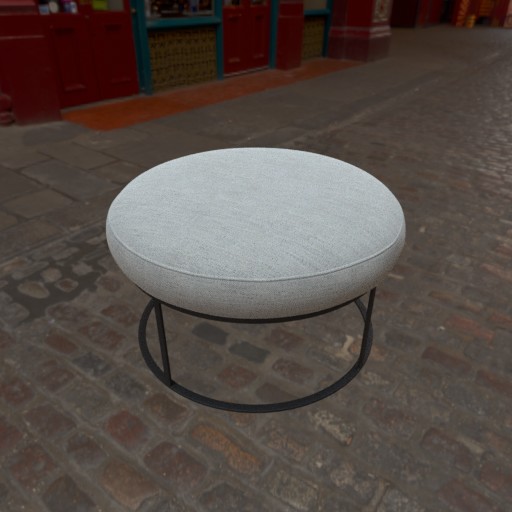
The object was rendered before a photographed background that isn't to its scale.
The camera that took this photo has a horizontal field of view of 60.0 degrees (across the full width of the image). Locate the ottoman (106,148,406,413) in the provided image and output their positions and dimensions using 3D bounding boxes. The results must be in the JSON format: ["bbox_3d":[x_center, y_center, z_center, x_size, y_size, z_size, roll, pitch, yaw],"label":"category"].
[{"bbox_3d":[0.000,0.000,1.251,0.769,0.459,0.769,0,31,0],"label":"ottoman"}]
